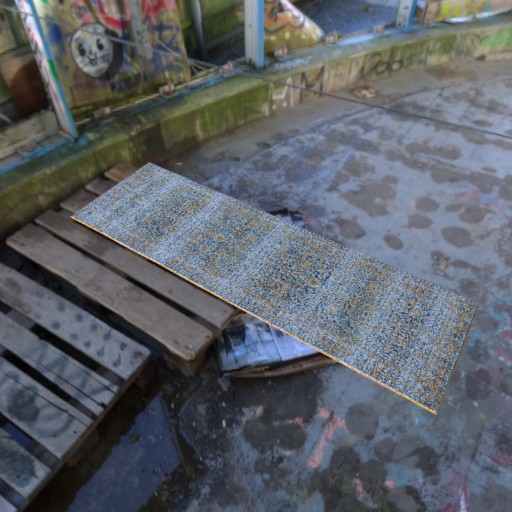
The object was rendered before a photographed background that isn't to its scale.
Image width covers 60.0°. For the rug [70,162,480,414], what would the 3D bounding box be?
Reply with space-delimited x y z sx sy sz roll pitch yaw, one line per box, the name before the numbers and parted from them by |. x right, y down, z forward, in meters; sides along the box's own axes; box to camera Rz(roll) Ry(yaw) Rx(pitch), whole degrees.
rug | 0.000 0.000 2.509 2.294 0.014 0.704 25 51 22
